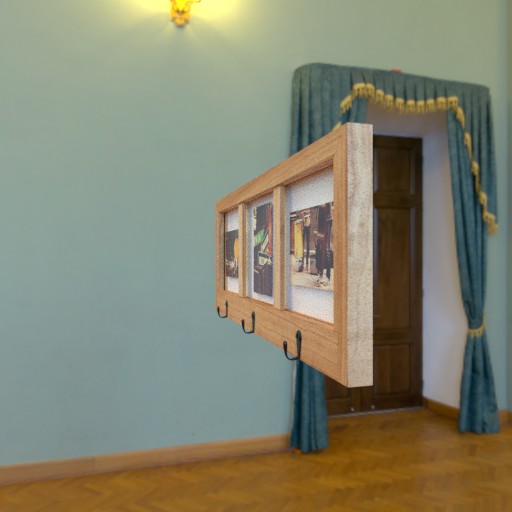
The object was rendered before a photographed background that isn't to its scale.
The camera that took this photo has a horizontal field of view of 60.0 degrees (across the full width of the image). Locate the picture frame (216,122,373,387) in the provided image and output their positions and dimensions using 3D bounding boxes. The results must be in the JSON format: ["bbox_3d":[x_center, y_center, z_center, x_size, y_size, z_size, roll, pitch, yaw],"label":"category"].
[{"bbox_3d":[0.000,0.000,0.670,0.045,0.234,0.582,0,0,-17],"label":"picture frame"}]
